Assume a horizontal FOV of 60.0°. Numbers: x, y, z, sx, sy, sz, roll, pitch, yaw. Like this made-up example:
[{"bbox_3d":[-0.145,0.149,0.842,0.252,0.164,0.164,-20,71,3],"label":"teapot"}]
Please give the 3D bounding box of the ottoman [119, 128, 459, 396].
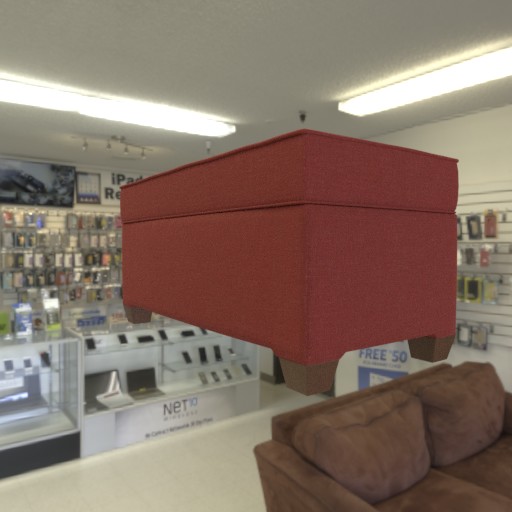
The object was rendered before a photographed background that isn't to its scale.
[{"bbox_3d":[0.000,0.000,1.237,0.497,0.454,0.948,-1,2,-35],"label":"ottoman"}]
